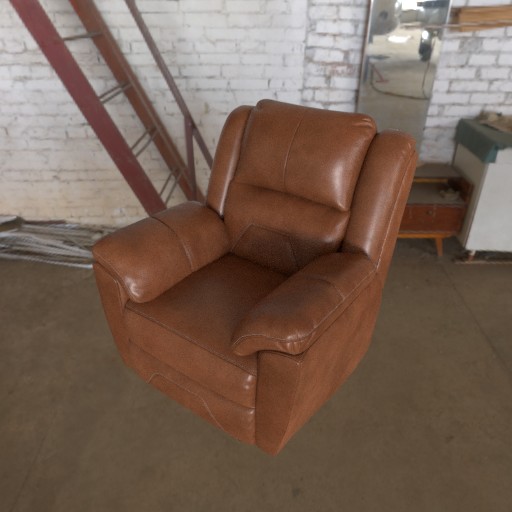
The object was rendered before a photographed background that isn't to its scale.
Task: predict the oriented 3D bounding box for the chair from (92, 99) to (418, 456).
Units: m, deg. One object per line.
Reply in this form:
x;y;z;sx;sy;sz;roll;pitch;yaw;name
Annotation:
0.000;0.000;1.885;0.990;1.093;1.041;20;37;29;chair
